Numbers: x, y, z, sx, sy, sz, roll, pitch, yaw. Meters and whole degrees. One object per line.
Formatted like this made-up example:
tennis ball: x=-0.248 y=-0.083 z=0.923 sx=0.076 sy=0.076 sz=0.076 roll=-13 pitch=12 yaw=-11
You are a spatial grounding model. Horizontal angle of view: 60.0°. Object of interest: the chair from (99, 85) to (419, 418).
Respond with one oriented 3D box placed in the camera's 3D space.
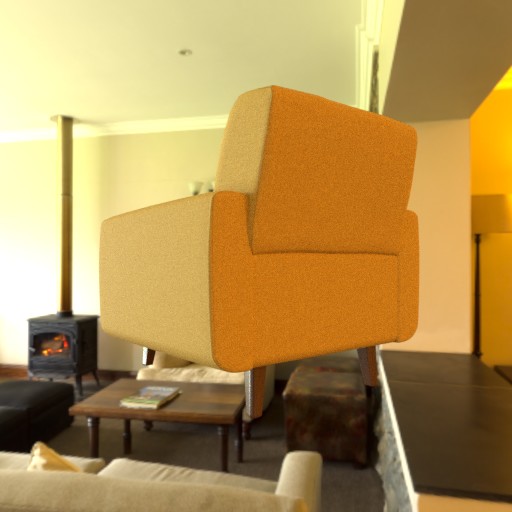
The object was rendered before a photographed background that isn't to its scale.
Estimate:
chair: x=0.000 y=0.000 z=1.557 sx=0.831 sy=0.841 sz=0.909 roll=0 pitch=0 yaw=-37
